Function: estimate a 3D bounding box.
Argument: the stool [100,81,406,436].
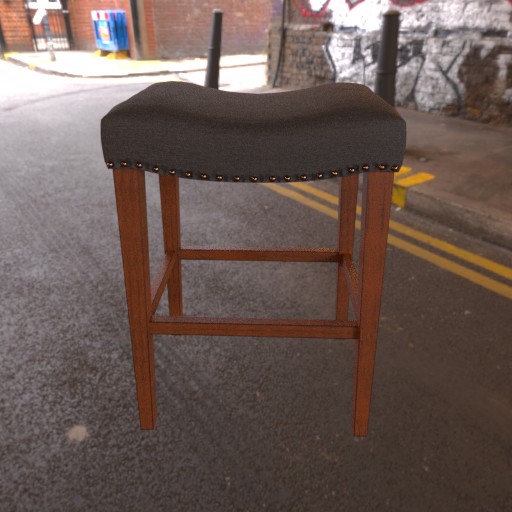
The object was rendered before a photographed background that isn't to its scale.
[{"bbox_3d":[0.000,0.000,0.853,0.439,0.612,0.320,1,29,2],"label":"stool"}]
